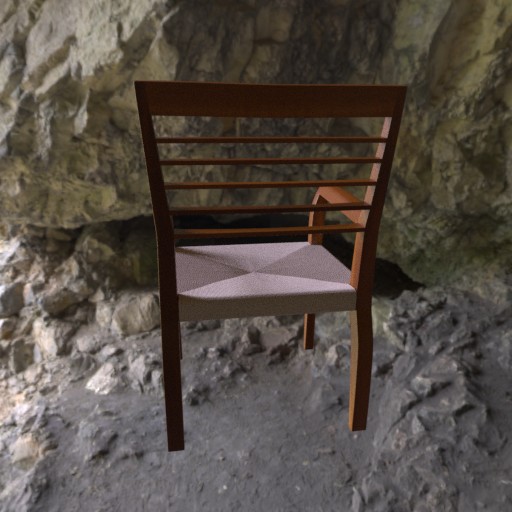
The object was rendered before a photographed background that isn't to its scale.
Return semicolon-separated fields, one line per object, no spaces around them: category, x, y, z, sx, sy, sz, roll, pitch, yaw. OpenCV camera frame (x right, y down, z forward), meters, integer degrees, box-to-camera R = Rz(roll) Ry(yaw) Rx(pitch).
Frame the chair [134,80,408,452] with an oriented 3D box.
chair;0.000;0.000;1.235;0.587;0.855;0.540;-3;15;-9
